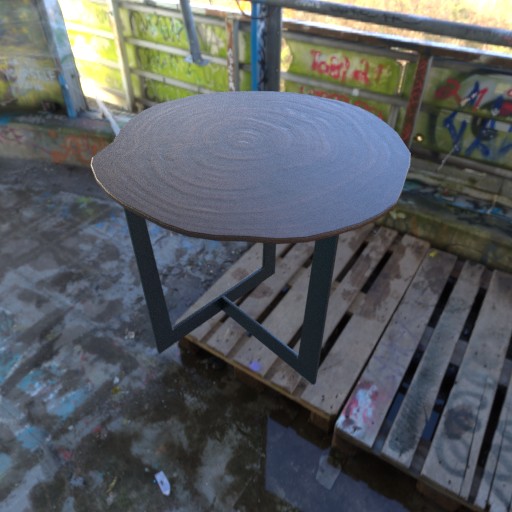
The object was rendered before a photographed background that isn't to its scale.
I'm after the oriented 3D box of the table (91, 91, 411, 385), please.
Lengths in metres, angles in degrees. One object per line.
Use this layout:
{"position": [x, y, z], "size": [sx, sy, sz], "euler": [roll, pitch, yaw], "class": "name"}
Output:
{"position": [0.000, 0.000, 0.870], "size": [0.494, 0.476, 0.477], "euler": [25, 47, 26], "class": "table"}
